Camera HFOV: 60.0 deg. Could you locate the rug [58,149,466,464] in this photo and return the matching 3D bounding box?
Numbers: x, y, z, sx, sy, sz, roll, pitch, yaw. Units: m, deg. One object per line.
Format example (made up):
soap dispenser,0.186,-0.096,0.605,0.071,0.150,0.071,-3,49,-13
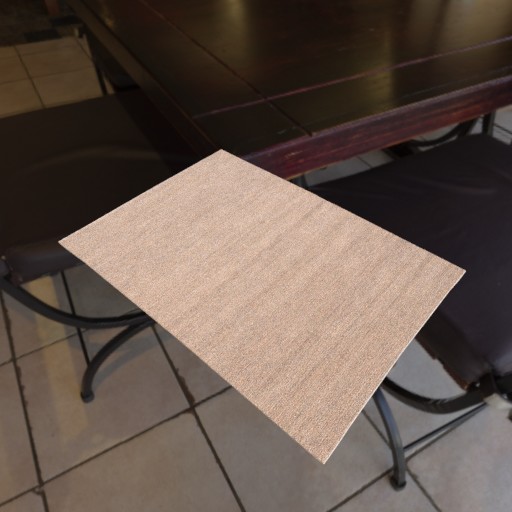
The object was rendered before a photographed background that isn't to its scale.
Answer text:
rug,0.000,0.000,2.995,2.264,0.030,1.624,32,53,28
